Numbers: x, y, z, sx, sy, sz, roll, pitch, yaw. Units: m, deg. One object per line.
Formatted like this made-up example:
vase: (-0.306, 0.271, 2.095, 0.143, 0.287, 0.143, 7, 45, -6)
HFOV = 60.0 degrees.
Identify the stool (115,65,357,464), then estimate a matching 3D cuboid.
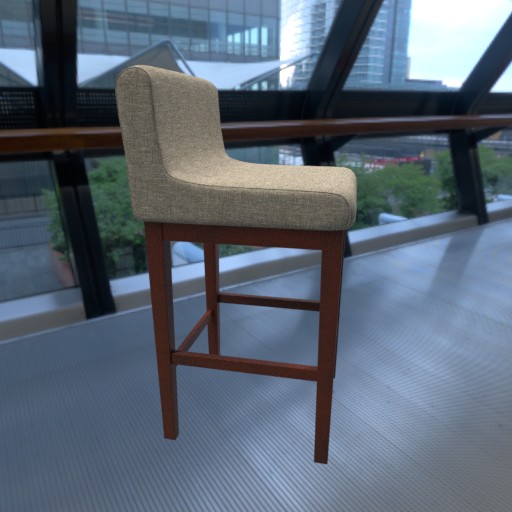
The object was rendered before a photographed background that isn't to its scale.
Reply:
stool: (0.000, 0.000, 1.078, 0.459, 0.835, 0.417, 4, 18, 12)
